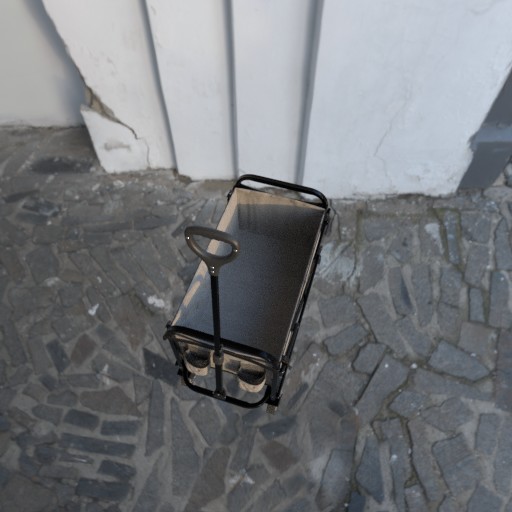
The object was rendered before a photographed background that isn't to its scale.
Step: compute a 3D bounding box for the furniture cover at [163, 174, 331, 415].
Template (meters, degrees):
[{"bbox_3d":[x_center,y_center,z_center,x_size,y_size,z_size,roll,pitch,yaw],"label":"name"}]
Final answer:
[{"bbox_3d":[0.000,0.000,1.863,0.532,1.295,1.038,15,57,10],"label":"furniture cover"}]
